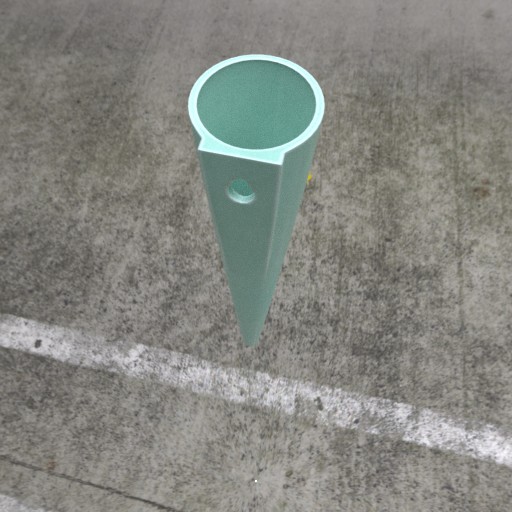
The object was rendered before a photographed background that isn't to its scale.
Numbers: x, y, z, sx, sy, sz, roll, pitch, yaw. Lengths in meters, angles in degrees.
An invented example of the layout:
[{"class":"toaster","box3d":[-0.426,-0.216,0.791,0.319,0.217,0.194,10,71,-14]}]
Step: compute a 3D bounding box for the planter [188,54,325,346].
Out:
[{"class":"planter","box3d":[0.000,0.000,0.293,0.054,0.268,0.055,12,64,6]}]
